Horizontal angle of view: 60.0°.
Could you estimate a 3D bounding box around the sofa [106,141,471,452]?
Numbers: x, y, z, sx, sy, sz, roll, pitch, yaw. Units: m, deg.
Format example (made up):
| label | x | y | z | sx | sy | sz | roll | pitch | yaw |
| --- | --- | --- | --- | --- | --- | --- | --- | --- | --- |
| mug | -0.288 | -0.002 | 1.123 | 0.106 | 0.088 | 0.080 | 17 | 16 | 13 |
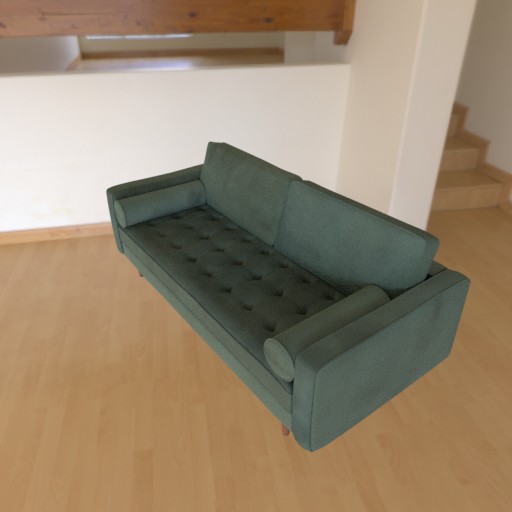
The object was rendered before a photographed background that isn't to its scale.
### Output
| label | x | y | z | sx | sy | sz | roll | pitch | yaw |
| --- | --- | --- | --- | --- | --- | --- | --- | --- | --- |
| sofa | 0.000 | 0.000 | 2.359 | 0.916 | 0.772 | 1.880 | -21 | 37 | -31 |
